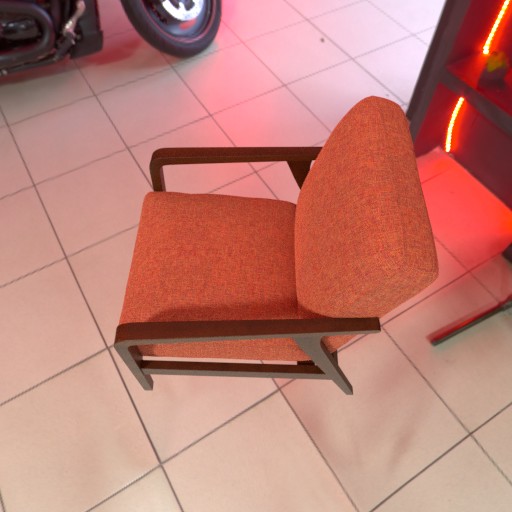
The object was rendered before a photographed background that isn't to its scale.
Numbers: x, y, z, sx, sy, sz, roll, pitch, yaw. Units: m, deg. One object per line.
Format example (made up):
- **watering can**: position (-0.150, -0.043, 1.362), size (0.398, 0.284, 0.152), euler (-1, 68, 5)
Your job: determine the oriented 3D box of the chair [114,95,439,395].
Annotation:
- **chair**: position (0.000, 0.000, 1.484), size (0.860, 0.890, 0.719), euler (1, 58, 1)
